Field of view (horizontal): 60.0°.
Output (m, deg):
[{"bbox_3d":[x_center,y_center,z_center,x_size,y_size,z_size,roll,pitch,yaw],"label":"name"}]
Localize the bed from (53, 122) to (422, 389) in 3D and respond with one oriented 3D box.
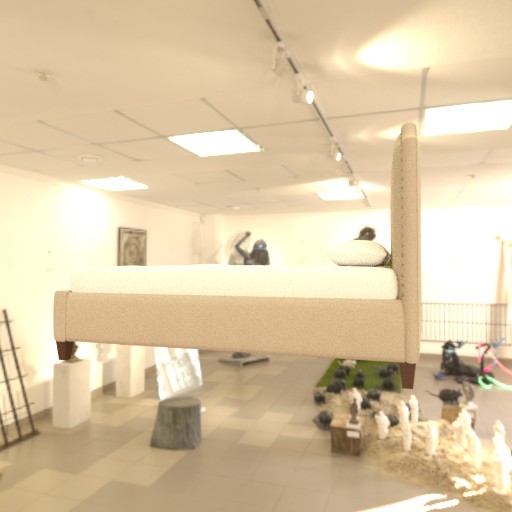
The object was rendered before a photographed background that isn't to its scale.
[{"bbox_3d":[0.000,0.000,3.454,2.372,1.443,1.713,0,-1,18],"label":"bed"}]
